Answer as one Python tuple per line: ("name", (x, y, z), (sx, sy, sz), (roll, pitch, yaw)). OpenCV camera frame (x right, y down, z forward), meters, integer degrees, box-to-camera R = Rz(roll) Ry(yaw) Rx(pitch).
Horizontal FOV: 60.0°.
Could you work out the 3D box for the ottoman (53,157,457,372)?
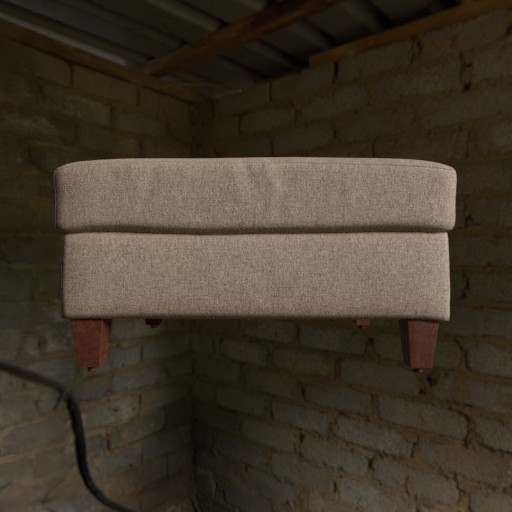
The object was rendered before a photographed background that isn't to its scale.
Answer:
("ottoman", (0.000, 0.000, 1.276), (0.889, 0.511, 0.692), (0, 1, 1))
